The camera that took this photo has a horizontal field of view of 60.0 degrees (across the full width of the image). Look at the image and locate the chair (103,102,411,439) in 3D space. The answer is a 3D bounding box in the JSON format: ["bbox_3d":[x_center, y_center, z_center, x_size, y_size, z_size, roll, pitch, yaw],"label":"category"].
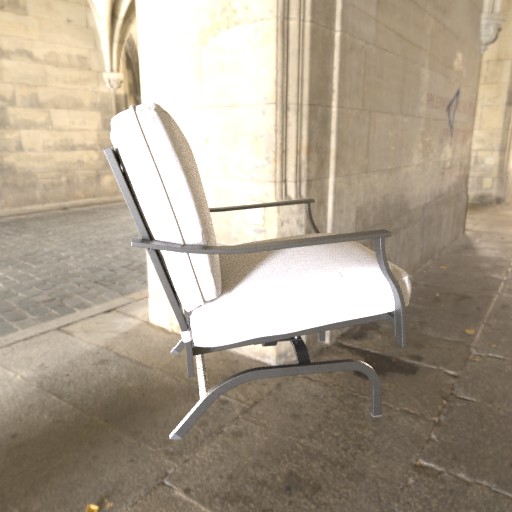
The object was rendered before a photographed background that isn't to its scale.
[{"bbox_3d":[0.000,0.000,1.372,0.787,0.860,0.650,-3,15,-10],"label":"chair"}]
